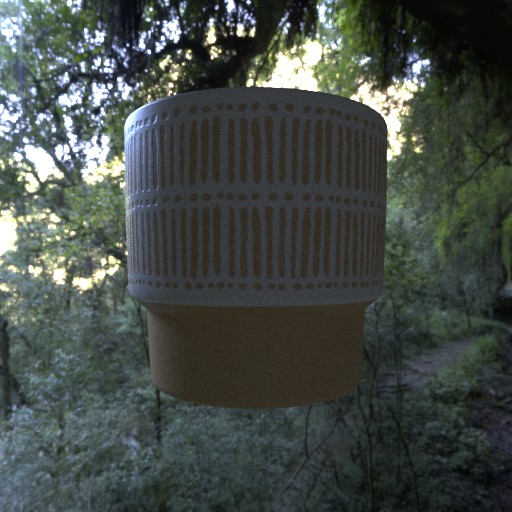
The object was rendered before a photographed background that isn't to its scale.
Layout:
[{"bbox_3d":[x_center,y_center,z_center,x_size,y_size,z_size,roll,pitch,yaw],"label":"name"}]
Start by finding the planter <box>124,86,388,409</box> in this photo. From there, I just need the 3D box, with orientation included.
[{"bbox_3d":[0.000,0.000,0.554,0.317,0.303,0.317,0,-1,0],"label":"planter"}]
